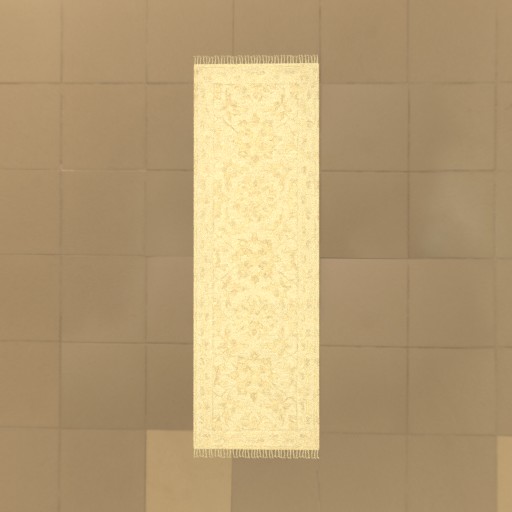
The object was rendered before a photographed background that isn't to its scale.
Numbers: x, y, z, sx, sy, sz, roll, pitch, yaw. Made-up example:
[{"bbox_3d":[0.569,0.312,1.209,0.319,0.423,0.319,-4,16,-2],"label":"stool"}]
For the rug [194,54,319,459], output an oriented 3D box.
[{"bbox_3d":[0.000,0.000,2.804,0.795,0.015,2.544,0,90,1],"label":"rug"}]
